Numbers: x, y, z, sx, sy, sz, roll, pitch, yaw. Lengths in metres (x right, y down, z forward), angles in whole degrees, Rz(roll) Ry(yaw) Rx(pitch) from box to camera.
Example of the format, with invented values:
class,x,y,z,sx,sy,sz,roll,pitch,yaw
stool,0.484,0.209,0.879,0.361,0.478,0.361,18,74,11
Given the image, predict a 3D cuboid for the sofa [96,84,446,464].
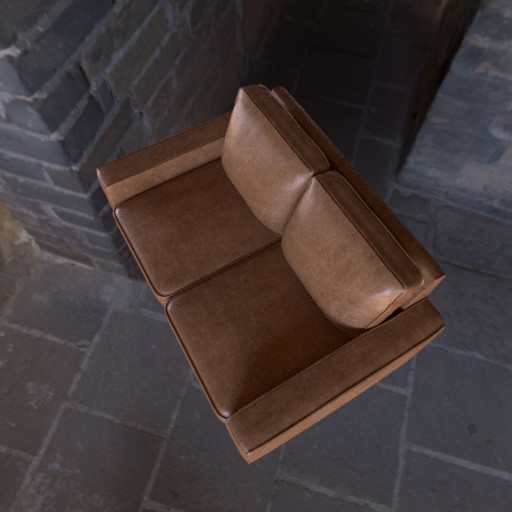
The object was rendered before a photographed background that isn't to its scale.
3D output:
class,x,y,z,sx,sy,sz,roll,pitch,yaw
sofa,0.000,0.000,2.136,1.020,0.896,1.532,-27,65,-14
